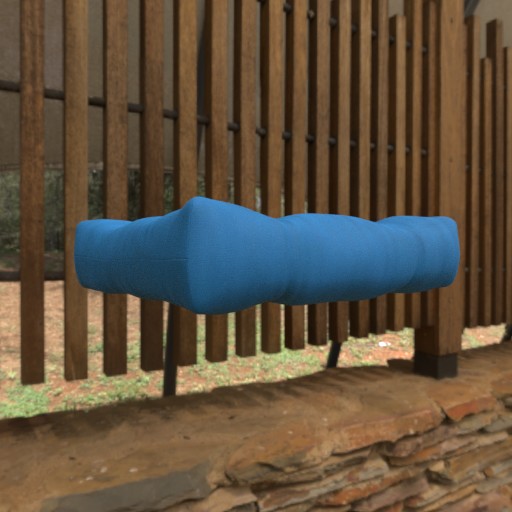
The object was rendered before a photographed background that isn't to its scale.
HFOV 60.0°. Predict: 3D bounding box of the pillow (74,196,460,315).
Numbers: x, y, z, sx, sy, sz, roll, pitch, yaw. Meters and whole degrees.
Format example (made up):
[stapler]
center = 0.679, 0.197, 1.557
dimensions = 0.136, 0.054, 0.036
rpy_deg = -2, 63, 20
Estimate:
[pillow]
center = 0.000, 0.000, 0.741
dimensions = 0.490, 0.128, 0.468
rpy_deg = 0, 0, -36
